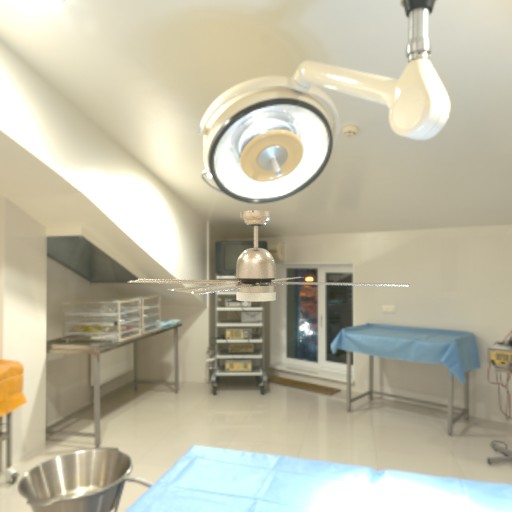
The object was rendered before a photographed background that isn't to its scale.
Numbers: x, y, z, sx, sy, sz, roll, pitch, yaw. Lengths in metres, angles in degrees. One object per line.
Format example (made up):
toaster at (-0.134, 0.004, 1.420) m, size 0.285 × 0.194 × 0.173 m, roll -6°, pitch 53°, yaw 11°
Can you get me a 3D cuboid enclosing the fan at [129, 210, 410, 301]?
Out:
fan at (0.000, 0.000, 2.055) m, size 1.346 × 0.406 × 1.346 m, roll 0°, pitch -1°, yaw 19°
